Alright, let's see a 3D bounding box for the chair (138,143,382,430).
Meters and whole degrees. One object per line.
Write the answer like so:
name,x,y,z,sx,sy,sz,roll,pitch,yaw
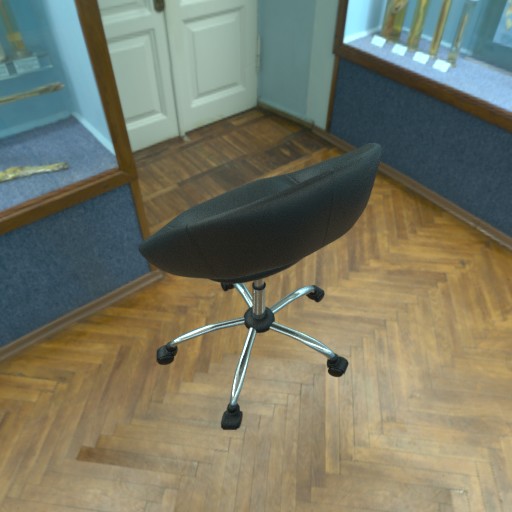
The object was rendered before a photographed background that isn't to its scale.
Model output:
chair,0.000,0.000,1.181,0.612,0.791,0.538,-27,51,-24
